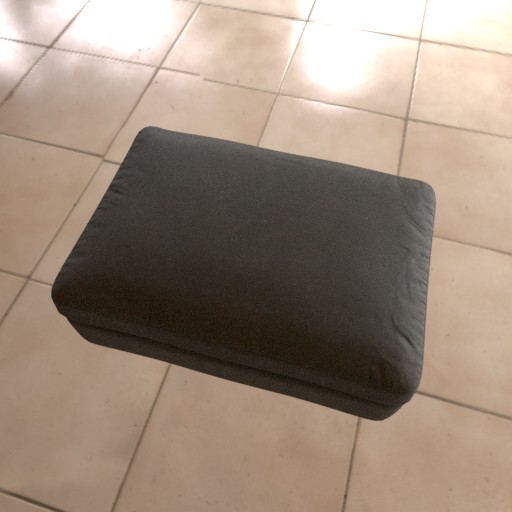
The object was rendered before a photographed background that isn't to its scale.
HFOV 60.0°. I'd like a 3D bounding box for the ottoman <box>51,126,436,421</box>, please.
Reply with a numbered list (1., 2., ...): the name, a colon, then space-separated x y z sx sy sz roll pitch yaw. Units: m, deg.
1. ottoman: 0.000 0.000 1.633 1.199 0.429 0.840 13 60 8
